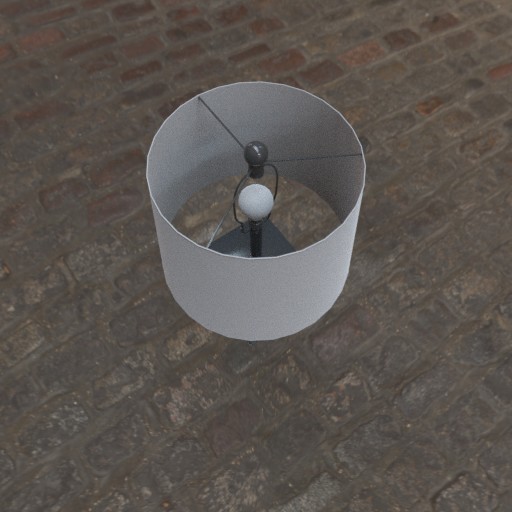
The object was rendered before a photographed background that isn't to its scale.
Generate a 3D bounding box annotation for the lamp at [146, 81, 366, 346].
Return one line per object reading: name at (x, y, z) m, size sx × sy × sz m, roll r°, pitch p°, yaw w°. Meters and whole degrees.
lamp at (0.000, 0.000, 0.782) m, size 0.320 × 0.591 × 0.320 m, roll 0°, pitch 64°, yaw 0°
